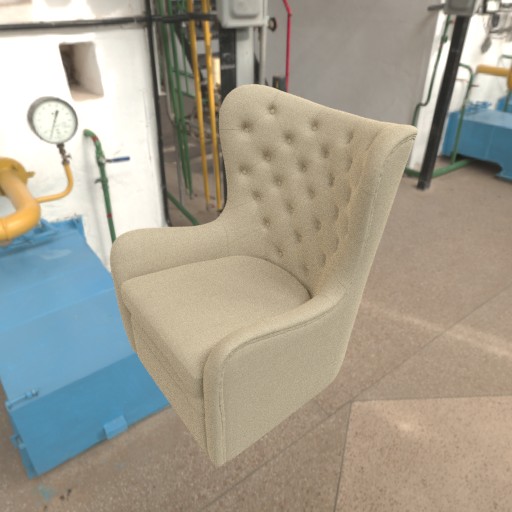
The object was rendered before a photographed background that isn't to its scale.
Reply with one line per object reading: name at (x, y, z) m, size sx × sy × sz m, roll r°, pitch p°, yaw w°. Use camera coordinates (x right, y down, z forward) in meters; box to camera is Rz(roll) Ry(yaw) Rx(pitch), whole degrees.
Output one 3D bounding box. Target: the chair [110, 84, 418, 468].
chair at (0.000, 0.000, 1.712) m, size 0.929 × 1.079 × 0.831 m, roll -22°, pitch 38°, yaw -30°
